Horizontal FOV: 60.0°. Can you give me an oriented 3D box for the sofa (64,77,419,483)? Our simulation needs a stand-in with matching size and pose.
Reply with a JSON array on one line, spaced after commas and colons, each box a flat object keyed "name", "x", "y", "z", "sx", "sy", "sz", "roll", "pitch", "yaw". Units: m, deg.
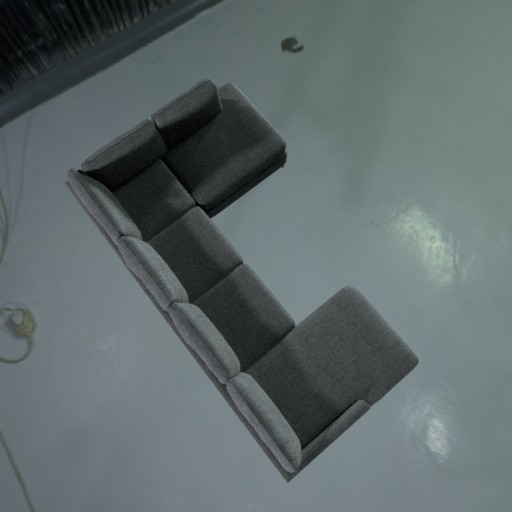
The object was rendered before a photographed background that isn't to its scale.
[{"name": "sofa", "x": 0.000, "y": 0.000, "z": 4.275, "sx": 2.048, "sy": 0.999, "sz": 3.423, "roll": -38, "pitch": 77, "yaw": -10}]
